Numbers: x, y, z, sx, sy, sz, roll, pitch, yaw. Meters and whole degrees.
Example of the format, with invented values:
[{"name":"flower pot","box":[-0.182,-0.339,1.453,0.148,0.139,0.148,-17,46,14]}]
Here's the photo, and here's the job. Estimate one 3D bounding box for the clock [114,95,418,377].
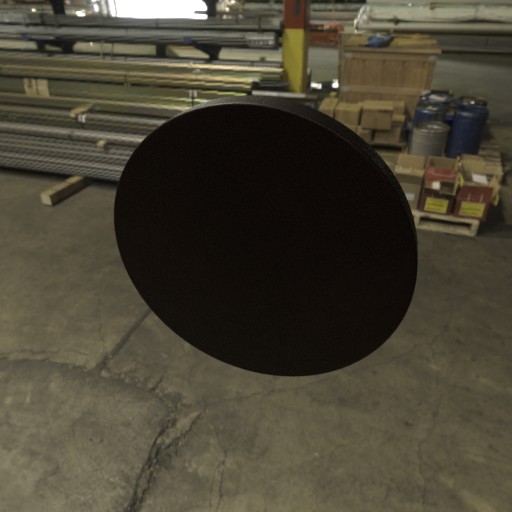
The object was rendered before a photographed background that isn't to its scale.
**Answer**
[{"name":"clock","box":[0.000,0.000,0.457,0.314,0.314,0.029,10,34,15]}]
